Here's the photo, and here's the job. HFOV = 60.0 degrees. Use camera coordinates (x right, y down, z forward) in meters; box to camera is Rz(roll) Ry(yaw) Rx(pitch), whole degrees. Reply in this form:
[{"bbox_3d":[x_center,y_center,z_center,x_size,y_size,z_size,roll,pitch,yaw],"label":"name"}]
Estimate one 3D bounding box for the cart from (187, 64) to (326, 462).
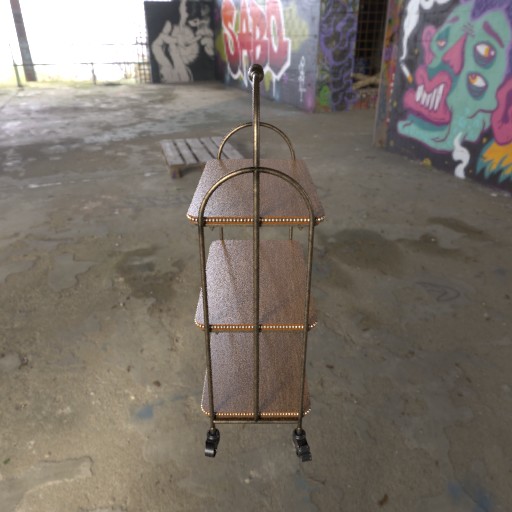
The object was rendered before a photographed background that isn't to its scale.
[{"bbox_3d":[0.000,0.000,1.330,0.330,1.052,0.650,0,27,0],"label":"cart"}]
